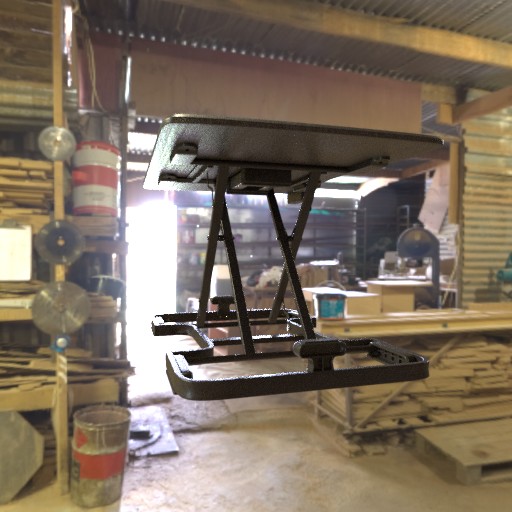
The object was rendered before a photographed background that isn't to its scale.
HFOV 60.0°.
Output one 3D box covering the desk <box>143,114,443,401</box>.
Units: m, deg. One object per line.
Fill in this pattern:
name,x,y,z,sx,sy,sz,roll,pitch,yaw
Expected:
desk,0.000,0.000,1.162,0.546,0.470,0.820,0,1,-17
